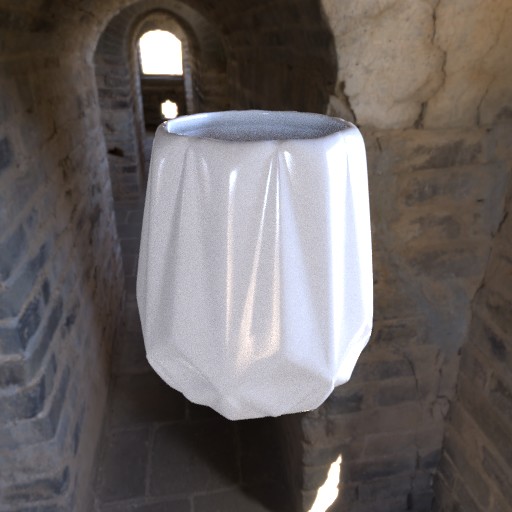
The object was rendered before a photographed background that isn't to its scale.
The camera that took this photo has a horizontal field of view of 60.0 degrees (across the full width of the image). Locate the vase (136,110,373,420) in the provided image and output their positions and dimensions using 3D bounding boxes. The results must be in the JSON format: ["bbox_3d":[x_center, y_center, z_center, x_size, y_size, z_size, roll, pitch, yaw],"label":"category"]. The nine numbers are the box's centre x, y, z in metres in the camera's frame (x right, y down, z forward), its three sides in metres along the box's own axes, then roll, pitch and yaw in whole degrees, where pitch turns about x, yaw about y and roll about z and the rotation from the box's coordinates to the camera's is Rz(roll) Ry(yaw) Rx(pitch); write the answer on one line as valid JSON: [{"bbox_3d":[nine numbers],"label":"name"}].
[{"bbox_3d":[0.000,0.000,0.259,0.141,0.152,0.141,0,26,0],"label":"vase"}]
